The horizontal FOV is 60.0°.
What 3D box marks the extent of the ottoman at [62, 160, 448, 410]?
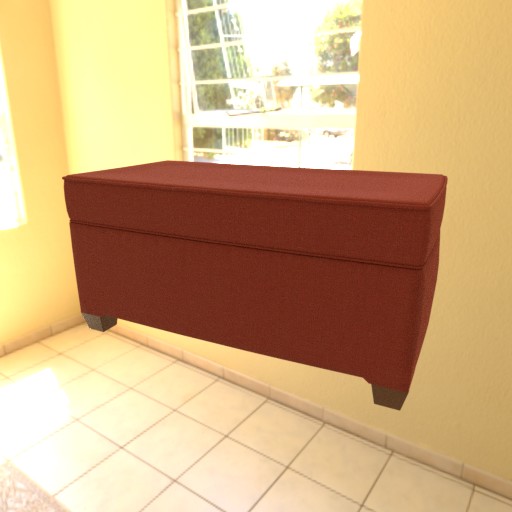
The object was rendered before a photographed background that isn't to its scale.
[{"bbox_3d":[0.000,0.000,1.248,0.948,0.454,0.497,8,19,24],"label":"ottoman"}]
